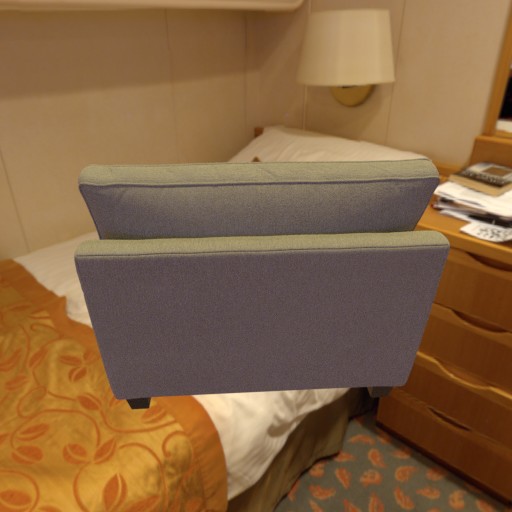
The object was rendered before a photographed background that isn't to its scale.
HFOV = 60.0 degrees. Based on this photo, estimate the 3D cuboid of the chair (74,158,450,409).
[{"bbox_3d":[0.000,0.000,1.966,1.220,1.016,1.041,-2,28,-3],"label":"chair"}]
